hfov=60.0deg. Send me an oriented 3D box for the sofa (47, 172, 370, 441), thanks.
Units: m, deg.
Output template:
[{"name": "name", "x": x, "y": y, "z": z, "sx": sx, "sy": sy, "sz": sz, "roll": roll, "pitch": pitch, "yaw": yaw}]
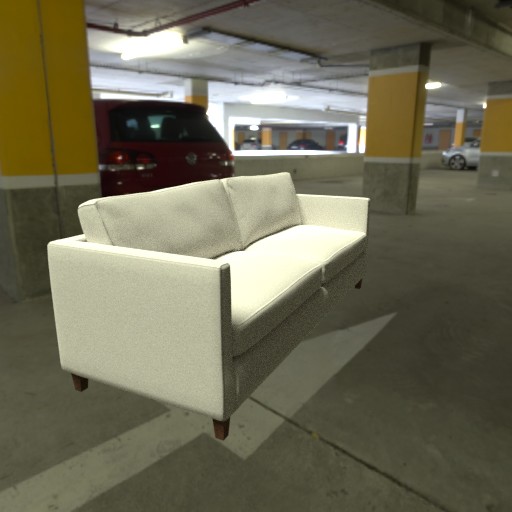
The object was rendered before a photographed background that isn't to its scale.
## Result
[{"name": "sofa", "x": 0.000, "y": 0.000, "z": 2.850, "sx": 0.951, "sy": 0.962, "sz": 2.361, "roll": 7, "pitch": 16, "yaw": 26}]
